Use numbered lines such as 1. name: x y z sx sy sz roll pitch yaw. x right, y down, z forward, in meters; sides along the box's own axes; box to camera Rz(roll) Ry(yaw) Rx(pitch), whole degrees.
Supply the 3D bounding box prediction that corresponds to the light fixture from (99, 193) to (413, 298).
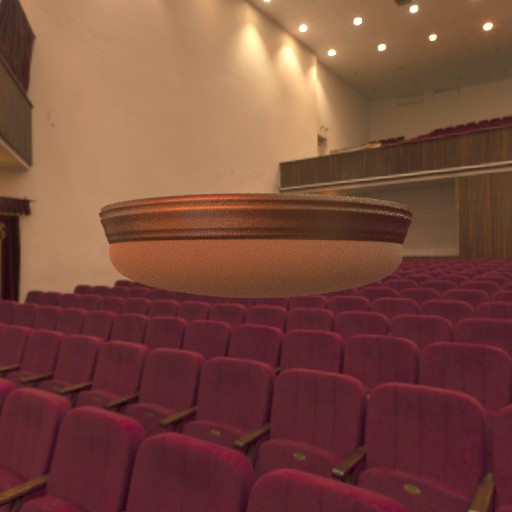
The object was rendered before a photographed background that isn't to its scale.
1. light fixture: 0.000 0.000 0.550 0.368 0.100 0.368 0 -1 0
